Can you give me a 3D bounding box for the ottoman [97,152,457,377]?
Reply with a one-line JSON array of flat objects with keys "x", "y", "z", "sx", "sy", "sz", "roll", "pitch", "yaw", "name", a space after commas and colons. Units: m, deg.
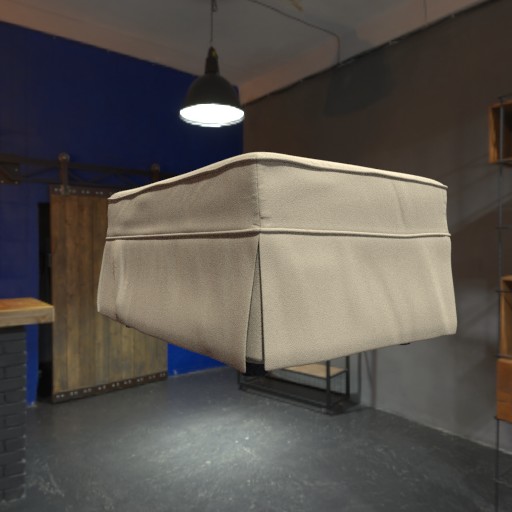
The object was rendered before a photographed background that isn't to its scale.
[{"x": 0.000, "y": 0.000, "z": 1.360, "sx": 0.721, "sy": 0.482, "sz": 0.959, "roll": -1, "pitch": 1, "yaw": -36, "name": "ottoman"}]
